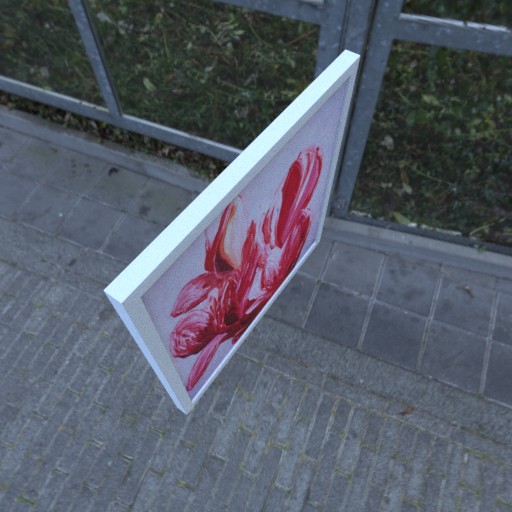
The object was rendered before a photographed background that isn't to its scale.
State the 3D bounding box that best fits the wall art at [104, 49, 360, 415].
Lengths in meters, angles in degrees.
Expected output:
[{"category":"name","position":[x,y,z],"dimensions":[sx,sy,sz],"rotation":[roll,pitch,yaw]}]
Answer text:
[{"category":"wall art","position":[0.000,0.000,0.697],"dimensions":[0.023,0.453,0.455],"rotation":[31,63,18]}]
